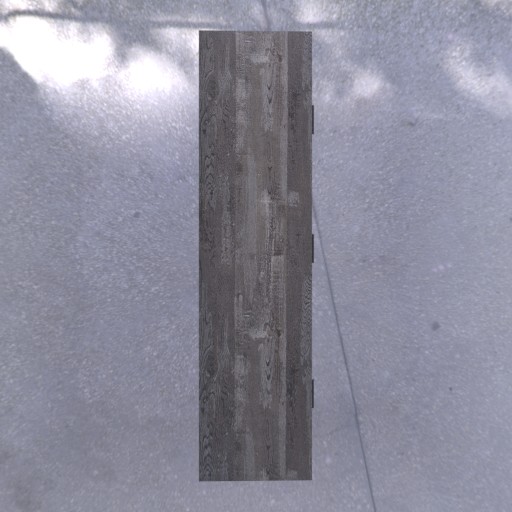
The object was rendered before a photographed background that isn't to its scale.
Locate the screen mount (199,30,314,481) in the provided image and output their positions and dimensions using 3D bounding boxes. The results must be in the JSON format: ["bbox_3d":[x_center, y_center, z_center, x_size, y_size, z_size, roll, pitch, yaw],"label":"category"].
[{"bbox_3d":[0.000,0.000,1.726,0.395,0.450,1.524,0,90,-1],"label":"screen mount"}]
